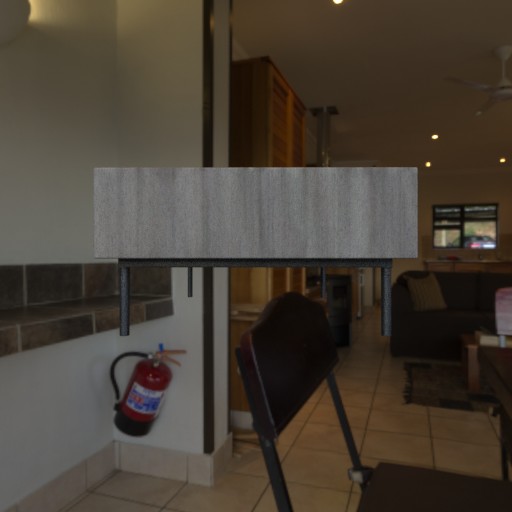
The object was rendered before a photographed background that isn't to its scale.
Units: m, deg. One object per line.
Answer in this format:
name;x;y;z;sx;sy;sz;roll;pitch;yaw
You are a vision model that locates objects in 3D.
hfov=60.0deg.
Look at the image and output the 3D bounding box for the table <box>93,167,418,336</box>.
table;0.000;0.000;1.417;0.643;0.347;1.088;0;0;0
